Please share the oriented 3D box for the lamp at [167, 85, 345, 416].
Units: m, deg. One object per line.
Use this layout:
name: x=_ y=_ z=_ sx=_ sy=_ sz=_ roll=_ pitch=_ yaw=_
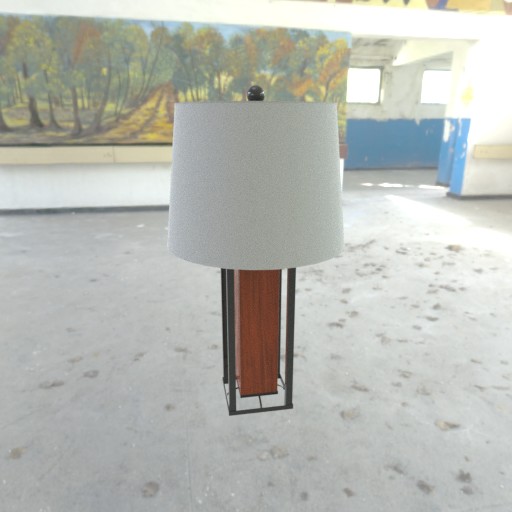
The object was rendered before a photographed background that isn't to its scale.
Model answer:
lamp: x=0.000 y=0.000 z=0.819 sx=0.320 sy=0.591 sz=0.320 roll=0 pitch=17 yaw=0
